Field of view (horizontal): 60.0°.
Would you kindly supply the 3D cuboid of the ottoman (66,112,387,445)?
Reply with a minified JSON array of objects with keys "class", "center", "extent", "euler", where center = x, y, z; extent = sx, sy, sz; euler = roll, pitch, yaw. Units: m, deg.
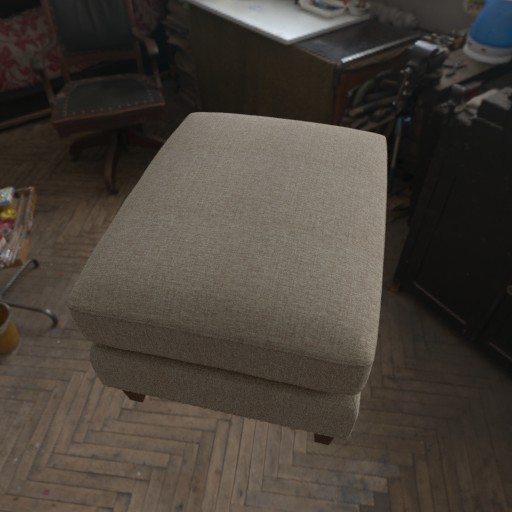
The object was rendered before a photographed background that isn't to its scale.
[{"class":"ottoman","center":[0.000,0.000,1.143],"extent":[0.584,0.513,0.741],"euler":[9,47,9]}]
